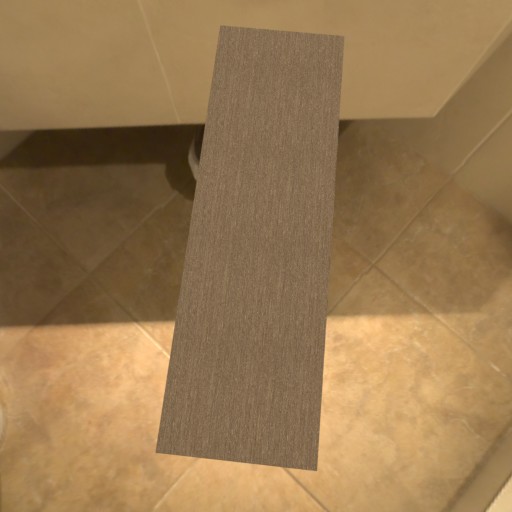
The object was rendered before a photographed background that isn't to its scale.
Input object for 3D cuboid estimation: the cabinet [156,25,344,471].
[{"bbox_3d":[0.000,0.000,1.550,0.405,0.787,1.194,6,75,2],"label":"cabinet"}]
